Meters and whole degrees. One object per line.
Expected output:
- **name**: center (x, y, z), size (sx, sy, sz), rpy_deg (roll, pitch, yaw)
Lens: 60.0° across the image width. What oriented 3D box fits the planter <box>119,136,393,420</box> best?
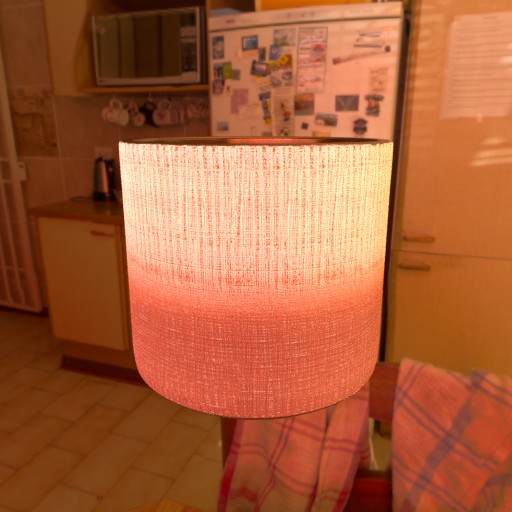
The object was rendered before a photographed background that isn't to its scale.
- **planter**: center (0.000, 0.000, 0.392), size (0.221, 0.201, 0.221), rpy_deg (0, 16, 0)
